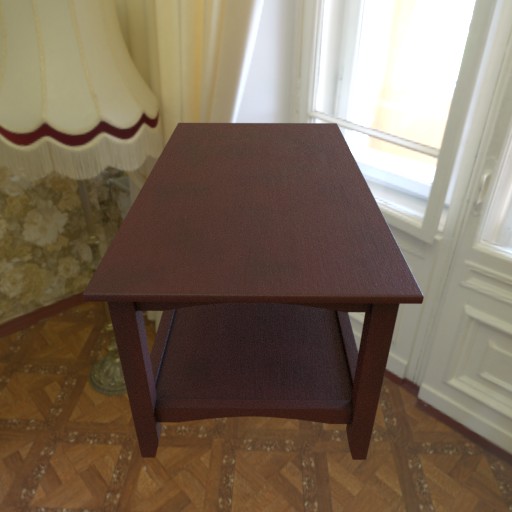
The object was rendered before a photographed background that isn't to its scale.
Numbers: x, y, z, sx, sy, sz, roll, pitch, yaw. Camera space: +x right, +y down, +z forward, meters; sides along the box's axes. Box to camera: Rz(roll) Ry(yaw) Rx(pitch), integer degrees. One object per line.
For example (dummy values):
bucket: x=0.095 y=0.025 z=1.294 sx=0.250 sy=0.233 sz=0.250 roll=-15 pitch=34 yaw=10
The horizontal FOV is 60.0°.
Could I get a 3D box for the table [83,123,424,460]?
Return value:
table: x=0.000 y=0.000 z=1.207 sx=0.533 sy=0.456 sz=0.943 roll=0 pitch=32 yaw=1
